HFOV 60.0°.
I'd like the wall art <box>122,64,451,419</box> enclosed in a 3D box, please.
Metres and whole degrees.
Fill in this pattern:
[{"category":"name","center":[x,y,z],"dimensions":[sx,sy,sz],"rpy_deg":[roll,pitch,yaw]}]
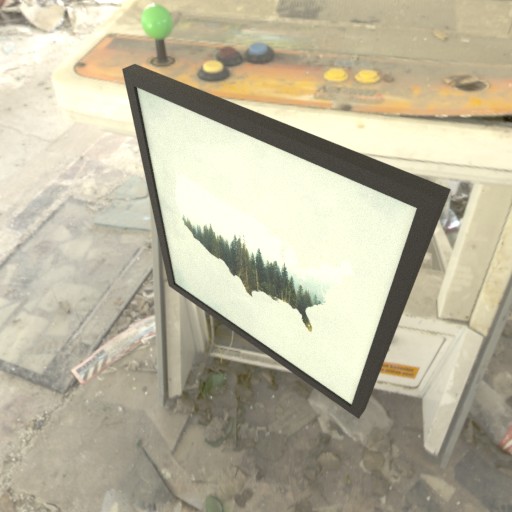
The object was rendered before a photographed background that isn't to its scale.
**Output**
[{"category":"wall art","center":[0.000,0.000,1.129],"dimensions":[0.763,0.763,0.038],"rpy_deg":[30,53,26]}]
